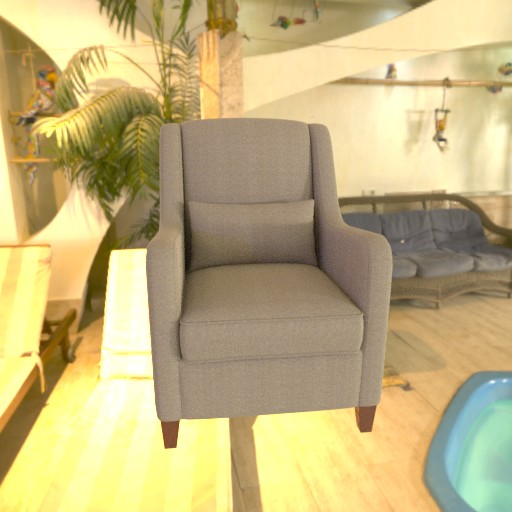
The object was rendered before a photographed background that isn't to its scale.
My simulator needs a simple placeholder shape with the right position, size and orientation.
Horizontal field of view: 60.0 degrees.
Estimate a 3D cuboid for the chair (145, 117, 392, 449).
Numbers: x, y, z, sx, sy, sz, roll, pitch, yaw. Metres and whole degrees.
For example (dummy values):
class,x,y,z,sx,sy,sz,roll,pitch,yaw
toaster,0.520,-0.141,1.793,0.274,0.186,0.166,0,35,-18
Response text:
class,x,y,z,sx,sy,sz,roll,pitch,yaw
chair,0.000,0.000,1.664,0.715,1.017,0.890,-2,16,-7
